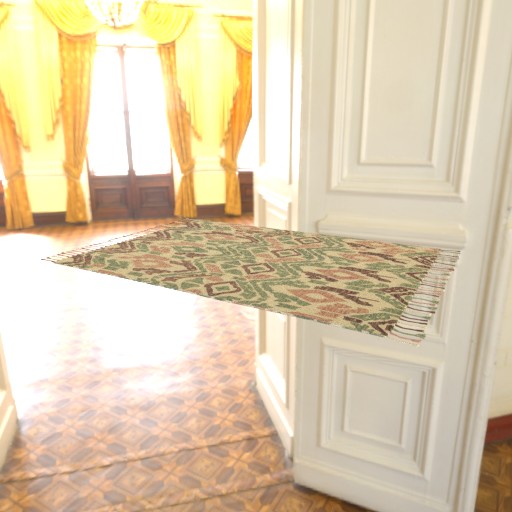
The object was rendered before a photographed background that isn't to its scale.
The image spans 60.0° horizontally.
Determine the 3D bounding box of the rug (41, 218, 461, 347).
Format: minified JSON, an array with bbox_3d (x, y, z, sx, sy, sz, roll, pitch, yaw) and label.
[{"bbox_3d":[0.000,0.000,2.272,1.829,0.010,1.219,9,19,28],"label":"rug"}]
